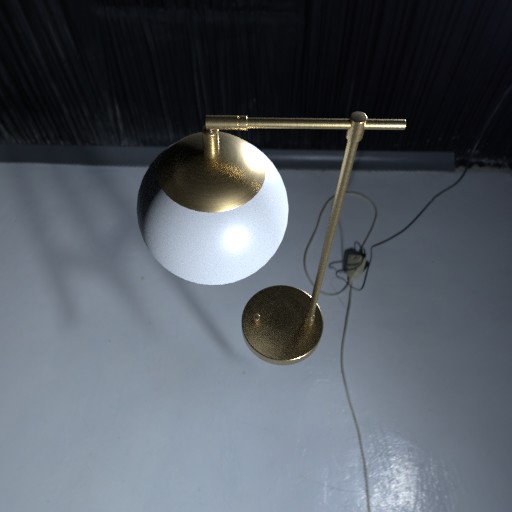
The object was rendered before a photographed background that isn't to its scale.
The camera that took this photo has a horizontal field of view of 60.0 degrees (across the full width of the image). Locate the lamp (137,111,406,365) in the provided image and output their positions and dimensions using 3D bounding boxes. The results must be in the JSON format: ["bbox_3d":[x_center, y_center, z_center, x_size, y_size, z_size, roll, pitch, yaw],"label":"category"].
[{"bbox_3d":[0.000,0.000,0.711,0.324,0.559,0.207,1,57,1],"label":"lamp"}]
